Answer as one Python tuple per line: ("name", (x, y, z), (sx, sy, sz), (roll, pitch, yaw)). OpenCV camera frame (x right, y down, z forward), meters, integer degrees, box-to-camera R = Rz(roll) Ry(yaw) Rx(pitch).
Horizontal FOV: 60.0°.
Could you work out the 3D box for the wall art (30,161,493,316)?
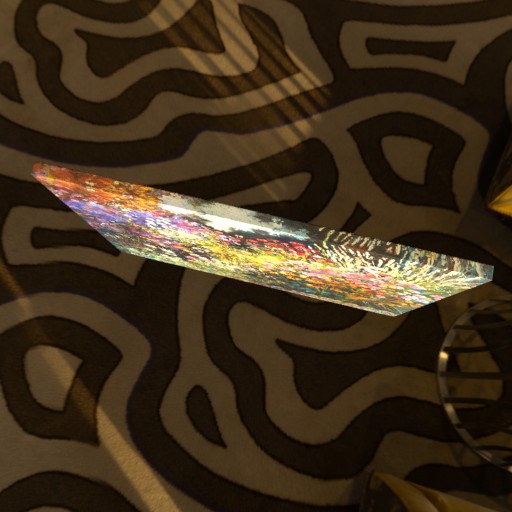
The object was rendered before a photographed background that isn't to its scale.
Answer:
("wall art", (0.000, 0.000, 1.433), (1.136, 0.760, 0.042), (13, 76, 3))
